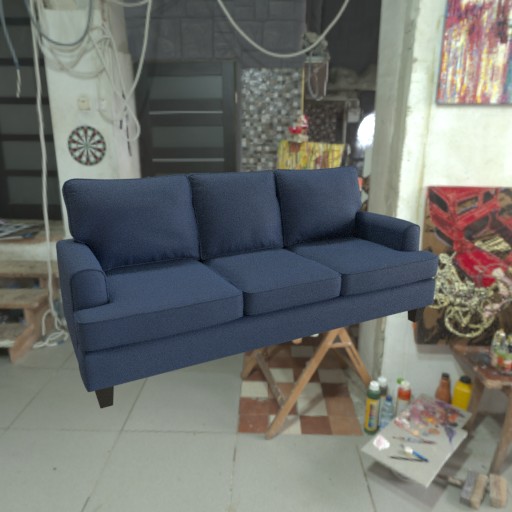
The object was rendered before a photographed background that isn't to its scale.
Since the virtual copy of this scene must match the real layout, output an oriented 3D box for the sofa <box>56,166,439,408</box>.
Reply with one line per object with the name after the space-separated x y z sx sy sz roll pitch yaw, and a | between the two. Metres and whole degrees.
0.000 0.000 2.679 2.158 0.965 0.951 -8 18 -27 | sofa
